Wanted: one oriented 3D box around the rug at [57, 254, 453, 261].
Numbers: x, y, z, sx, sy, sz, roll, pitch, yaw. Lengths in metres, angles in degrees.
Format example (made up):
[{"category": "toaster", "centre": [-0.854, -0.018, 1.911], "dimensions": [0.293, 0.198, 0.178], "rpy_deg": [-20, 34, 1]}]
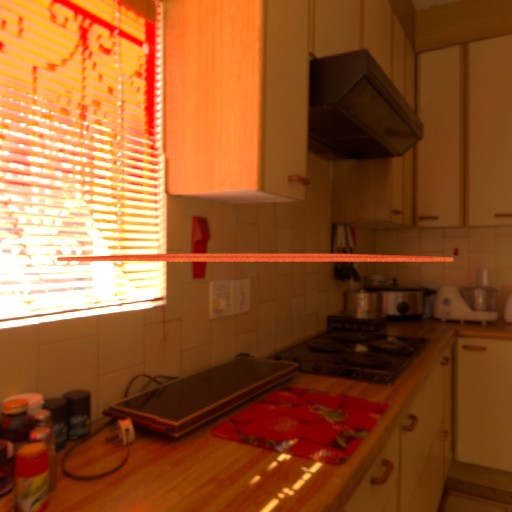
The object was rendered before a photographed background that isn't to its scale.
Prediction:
[{"category": "rug", "centre": [0.000, 0.000, 2.272], "dimensions": [1.219, 0.014, 1.829], "rpy_deg": [0, 1, 0]}]
